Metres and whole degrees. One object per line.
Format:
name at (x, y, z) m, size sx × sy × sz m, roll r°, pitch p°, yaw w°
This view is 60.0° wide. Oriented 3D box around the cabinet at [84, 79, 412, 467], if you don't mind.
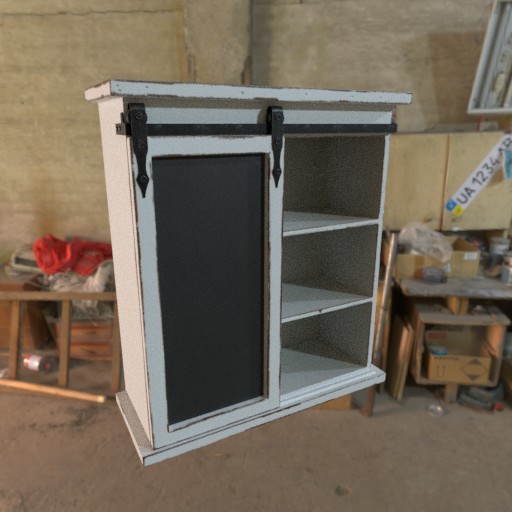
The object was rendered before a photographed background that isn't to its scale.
cabinet at (0.000, 0.000, 0.864) m, size 0.541 × 0.603 × 0.210 m, roll -9°, pitch 19°, yaw -27°
